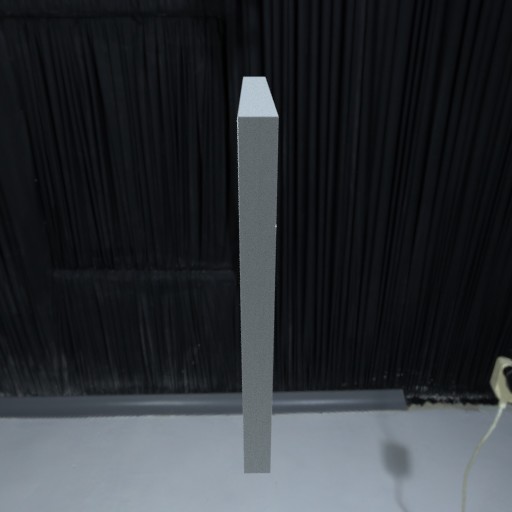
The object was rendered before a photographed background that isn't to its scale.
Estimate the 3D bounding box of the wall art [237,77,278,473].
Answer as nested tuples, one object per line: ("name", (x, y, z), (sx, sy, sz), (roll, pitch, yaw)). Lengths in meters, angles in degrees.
("wall art", (0.000, 0.000, 0.538), (0.030, 0.379, 0.308), (0, 27, -1))
